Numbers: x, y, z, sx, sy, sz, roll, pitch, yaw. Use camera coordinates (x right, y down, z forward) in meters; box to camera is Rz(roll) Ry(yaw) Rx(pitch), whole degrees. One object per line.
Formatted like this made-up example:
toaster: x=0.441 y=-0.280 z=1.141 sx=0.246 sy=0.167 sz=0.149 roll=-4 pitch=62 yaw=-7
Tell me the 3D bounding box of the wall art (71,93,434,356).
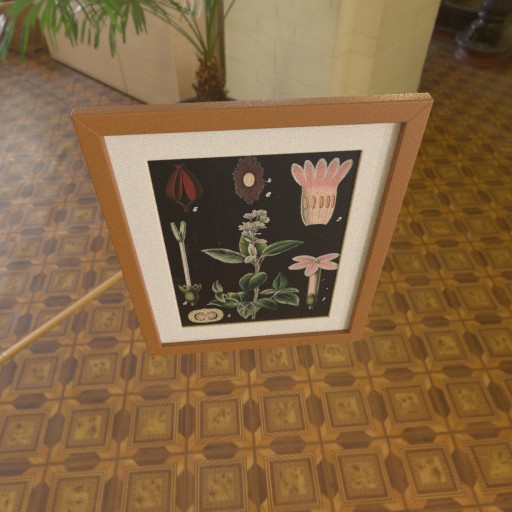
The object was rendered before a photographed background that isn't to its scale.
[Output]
wall art: x=0.000 y=0.000 z=0.517 sx=0.310 sy=0.379 sz=0.015 roll=-4 pitch=46 yaw=-3
